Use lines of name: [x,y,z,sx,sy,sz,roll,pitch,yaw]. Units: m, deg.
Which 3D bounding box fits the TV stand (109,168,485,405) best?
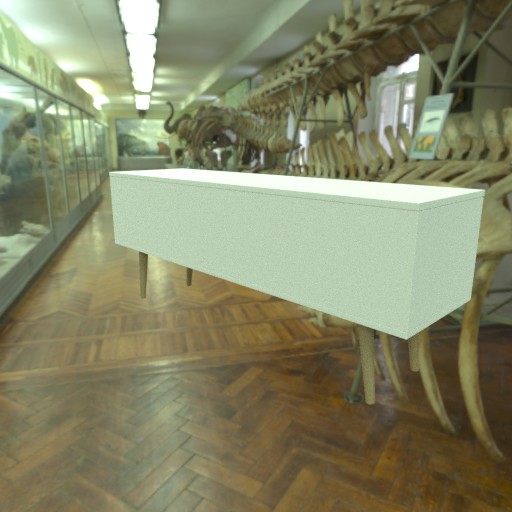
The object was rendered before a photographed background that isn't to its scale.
TV stand: [0.000,0.000,1.627,0.401,0.560,1.398,-14,20,-43]
